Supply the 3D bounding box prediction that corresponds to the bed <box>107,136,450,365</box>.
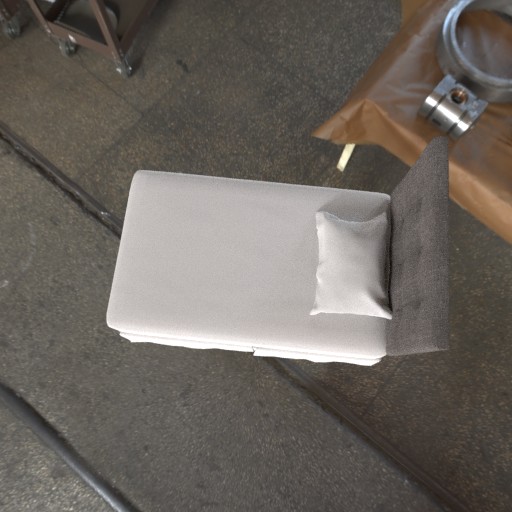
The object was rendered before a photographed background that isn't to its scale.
[{"bbox_3d":[0.000,0.000,3.012,1.997,1.571,1.261,6,75,2],"label":"bed"}]
